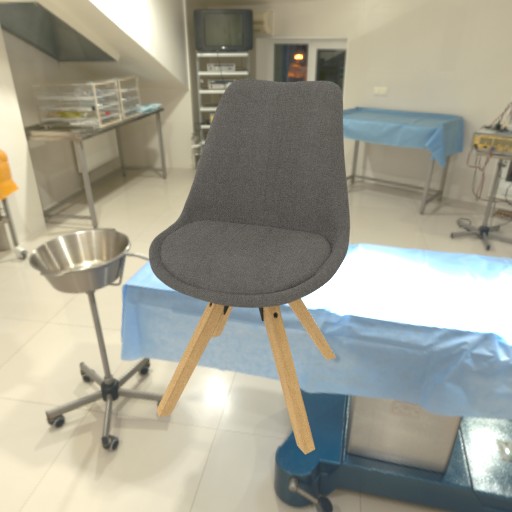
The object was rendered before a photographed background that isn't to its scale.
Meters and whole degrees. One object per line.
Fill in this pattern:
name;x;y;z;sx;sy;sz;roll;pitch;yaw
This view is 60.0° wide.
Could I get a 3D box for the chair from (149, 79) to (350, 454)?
chair;0.000;0.000;1.198;0.485;0.850;0.550;8;27;15
